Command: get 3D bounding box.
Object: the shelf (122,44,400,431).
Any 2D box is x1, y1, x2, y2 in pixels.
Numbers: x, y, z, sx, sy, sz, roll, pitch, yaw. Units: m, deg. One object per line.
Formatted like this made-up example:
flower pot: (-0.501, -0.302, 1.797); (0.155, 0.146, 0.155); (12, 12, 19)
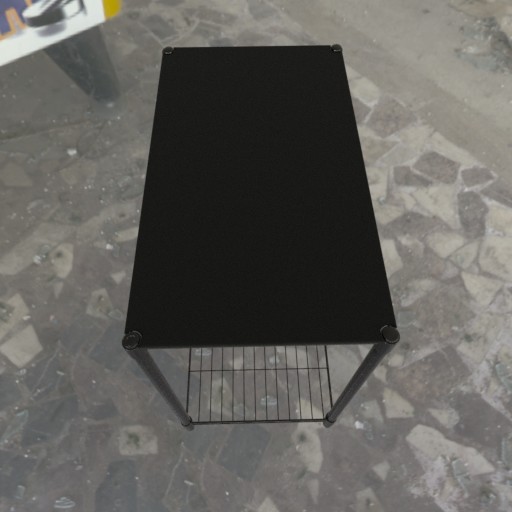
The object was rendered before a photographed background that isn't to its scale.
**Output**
shelf: (0.000, 0.000, 0.920); (0.338, 0.564, 0.589); (-1, 59, -1)
